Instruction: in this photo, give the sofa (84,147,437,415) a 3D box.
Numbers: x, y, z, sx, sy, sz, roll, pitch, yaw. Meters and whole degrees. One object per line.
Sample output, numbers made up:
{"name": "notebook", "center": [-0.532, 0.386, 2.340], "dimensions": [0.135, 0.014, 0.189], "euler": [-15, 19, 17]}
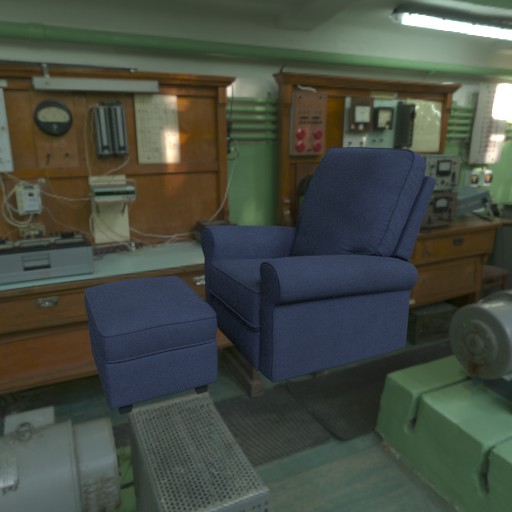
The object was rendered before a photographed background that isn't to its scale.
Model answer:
{"name": "sofa", "center": [0.000, 0.000, 2.041], "dimensions": [1.478, 0.959, 0.880], "euler": [-8, 17, -25]}
